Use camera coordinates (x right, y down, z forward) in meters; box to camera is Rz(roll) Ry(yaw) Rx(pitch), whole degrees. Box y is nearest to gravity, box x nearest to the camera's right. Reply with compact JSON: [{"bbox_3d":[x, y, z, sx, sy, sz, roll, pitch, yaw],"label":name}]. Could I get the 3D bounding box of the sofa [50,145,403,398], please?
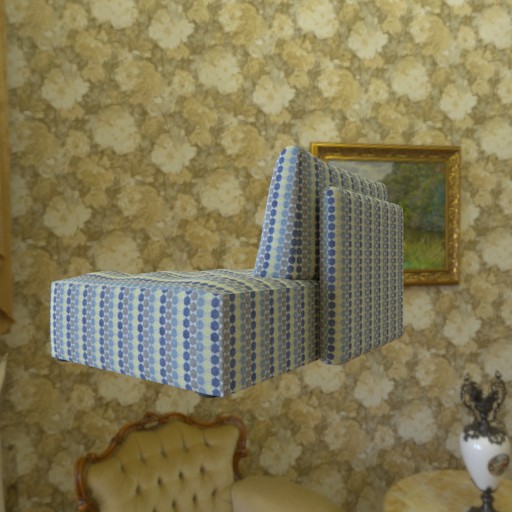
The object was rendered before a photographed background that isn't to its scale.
[{"bbox_3d":[0.000,0.000,2.037,1.000,0.820,1.450,0,0,36],"label":"sofa"}]
